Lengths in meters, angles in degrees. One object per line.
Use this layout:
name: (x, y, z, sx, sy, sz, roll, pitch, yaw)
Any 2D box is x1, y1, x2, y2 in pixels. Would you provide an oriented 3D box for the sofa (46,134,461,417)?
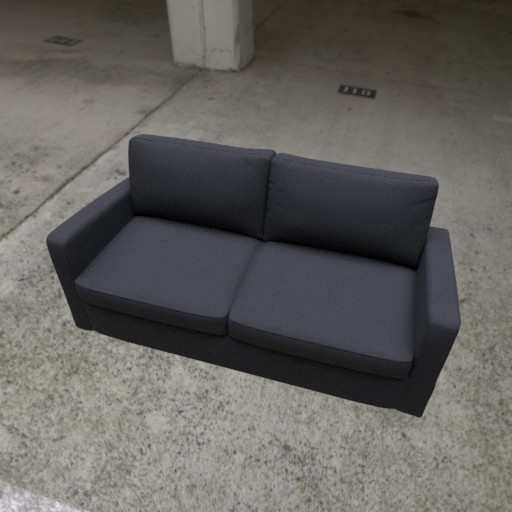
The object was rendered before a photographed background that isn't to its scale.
sofa: (0.000, 0.000, 2.272, 1.852, 0.839, 0.898, 11, 42, 13)
